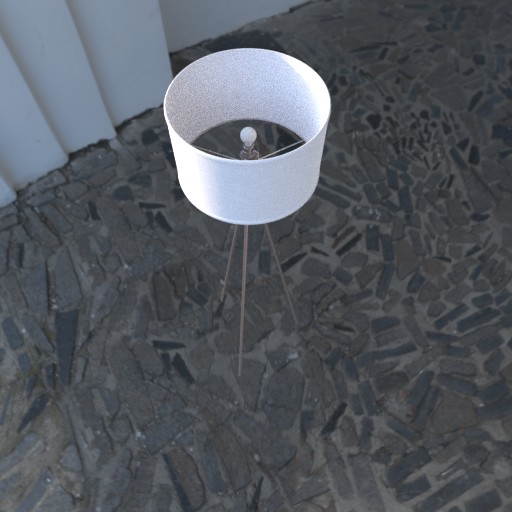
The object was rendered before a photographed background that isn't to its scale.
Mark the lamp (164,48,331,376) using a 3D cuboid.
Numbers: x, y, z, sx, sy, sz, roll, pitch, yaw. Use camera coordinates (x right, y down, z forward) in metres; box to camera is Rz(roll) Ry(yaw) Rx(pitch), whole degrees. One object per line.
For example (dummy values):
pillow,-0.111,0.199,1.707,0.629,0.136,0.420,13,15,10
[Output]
lamp,0.000,0.000,1.754,0.458,1.545,0.448,-16,60,-9
